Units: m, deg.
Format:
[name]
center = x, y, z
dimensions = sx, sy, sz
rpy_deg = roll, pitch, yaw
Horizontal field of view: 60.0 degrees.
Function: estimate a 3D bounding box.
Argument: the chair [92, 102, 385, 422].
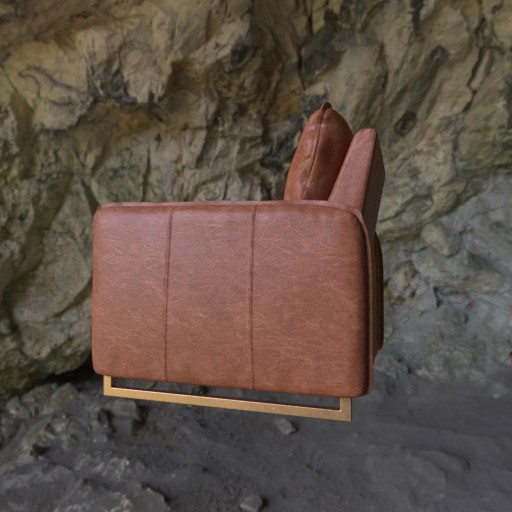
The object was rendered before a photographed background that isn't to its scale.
[chair]
center = 0.000, 0.000, 1.666
dimensions = 0.922, 0.922, 0.830
rpy_deg = -1, -2, 18
